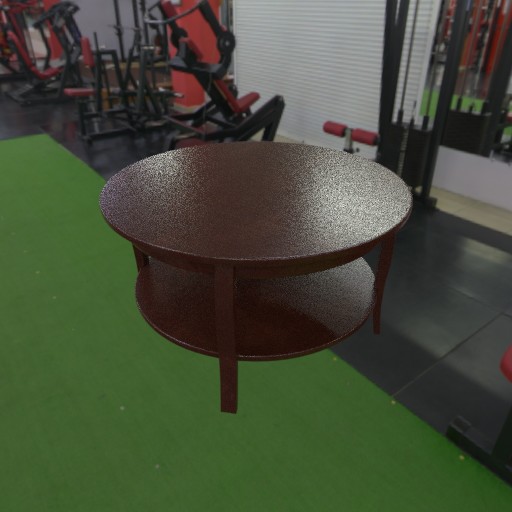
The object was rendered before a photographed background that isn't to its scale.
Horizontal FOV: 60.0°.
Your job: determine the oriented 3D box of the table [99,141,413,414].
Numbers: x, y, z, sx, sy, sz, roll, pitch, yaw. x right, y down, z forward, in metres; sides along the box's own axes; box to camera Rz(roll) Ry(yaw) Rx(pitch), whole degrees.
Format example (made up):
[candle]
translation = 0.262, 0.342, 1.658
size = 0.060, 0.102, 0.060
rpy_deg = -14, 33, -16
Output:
[table]
translation = 0.000, 0.000, 1.472
size = 0.911, 0.512, 0.911
rpy_deg = 0, 30, 0
